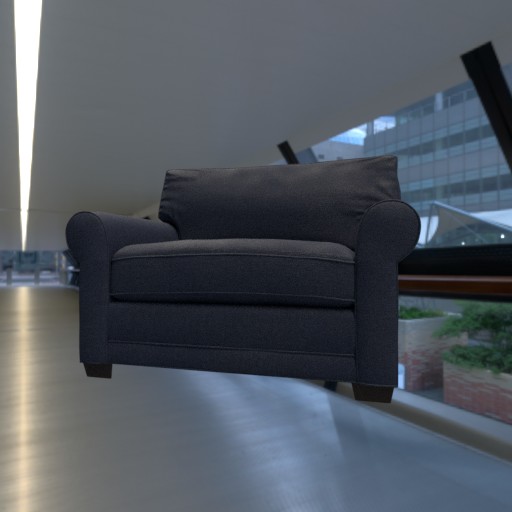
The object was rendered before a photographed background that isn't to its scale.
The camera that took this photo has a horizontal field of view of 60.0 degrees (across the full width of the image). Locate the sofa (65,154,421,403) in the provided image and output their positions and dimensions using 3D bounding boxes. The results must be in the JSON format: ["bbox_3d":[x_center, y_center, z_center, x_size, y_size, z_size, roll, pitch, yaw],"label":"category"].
[{"bbox_3d":[0.000,0.000,2.075,1.405,1.004,0.938,0,-1,17],"label":"sofa"}]
